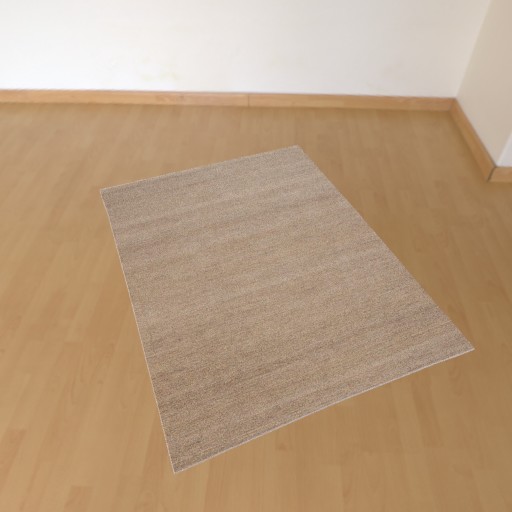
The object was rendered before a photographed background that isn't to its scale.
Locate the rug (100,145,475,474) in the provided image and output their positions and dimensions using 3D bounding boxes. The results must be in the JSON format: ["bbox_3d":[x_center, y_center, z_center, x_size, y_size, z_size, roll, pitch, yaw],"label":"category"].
[{"bbox_3d":[0.000,0.000,4.239,2.467,0.046,3.245,-16,48,-15],"label":"rug"}]
